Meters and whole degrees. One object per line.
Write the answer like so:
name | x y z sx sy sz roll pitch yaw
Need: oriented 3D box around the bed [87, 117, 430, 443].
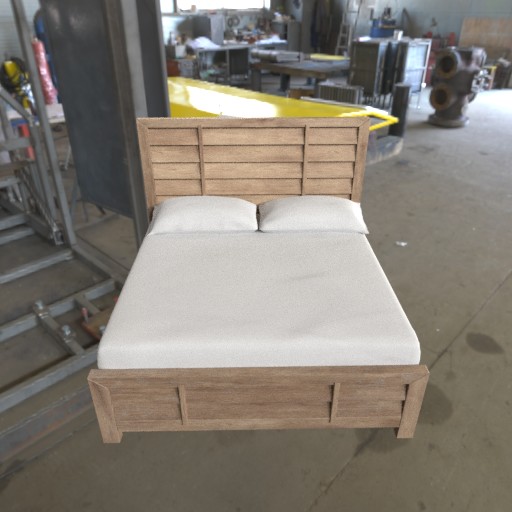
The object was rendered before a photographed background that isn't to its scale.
bed | 0.000 0.000 3.394 2.032 1.626 2.062 -1 30 -1
